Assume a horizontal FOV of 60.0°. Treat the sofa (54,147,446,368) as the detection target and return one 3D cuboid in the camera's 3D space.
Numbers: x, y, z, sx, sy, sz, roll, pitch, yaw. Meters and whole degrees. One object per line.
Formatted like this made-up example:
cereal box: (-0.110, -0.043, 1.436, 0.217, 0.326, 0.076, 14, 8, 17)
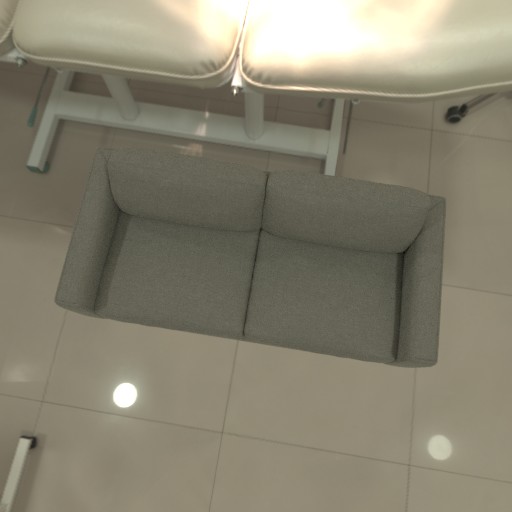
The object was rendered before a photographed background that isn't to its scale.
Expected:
sofa: (0.000, 0.000, 2.804, 2.262, 0.801, 1.070, 9, 75, 2)
